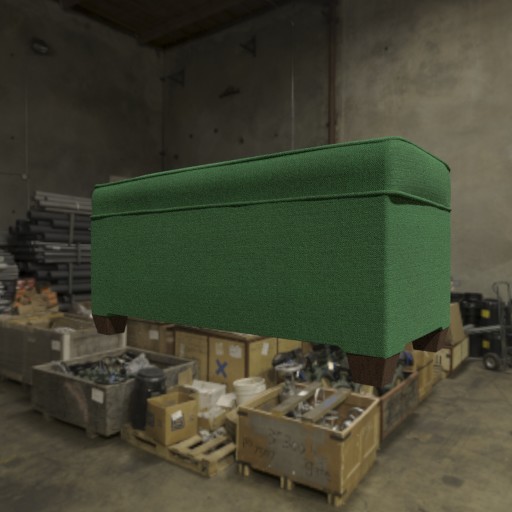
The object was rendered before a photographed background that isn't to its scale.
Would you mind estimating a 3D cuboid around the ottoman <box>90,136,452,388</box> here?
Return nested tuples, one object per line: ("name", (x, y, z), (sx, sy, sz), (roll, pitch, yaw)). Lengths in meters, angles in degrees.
("ottoman", (0.000, 0.000, 1.233), (0.957, 0.471, 0.483), (0, 1, 37))
